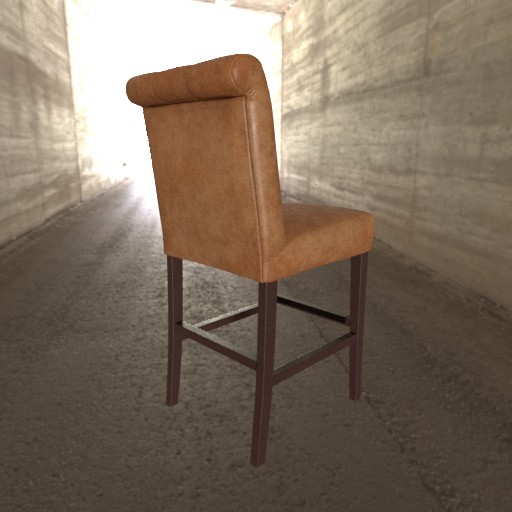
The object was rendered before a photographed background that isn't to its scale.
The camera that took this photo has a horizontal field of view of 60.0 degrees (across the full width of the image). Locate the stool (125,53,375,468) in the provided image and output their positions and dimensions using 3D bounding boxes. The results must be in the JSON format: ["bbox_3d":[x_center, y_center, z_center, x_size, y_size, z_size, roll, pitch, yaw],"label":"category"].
[{"bbox_3d":[0.000,0.000,1.378,0.601,1.047,0.493,-13,19,-43],"label":"stool"}]
